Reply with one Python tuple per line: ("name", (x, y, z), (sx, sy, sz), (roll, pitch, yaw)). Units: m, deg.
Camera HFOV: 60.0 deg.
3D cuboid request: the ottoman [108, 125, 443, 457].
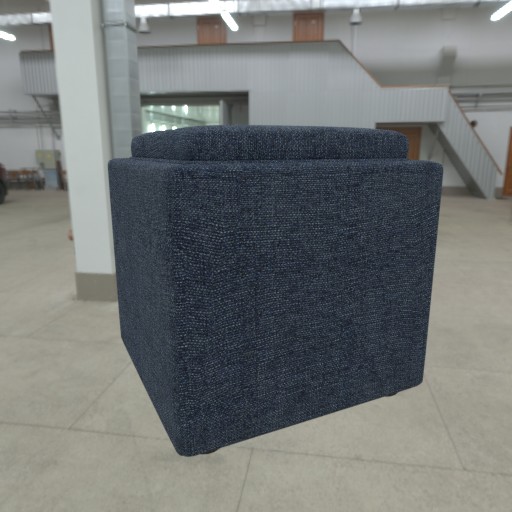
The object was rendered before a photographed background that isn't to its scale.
("ottoman", (0.000, 0.000, 0.829), (0.450, 0.460, 0.450), (-7, 15, -26))
